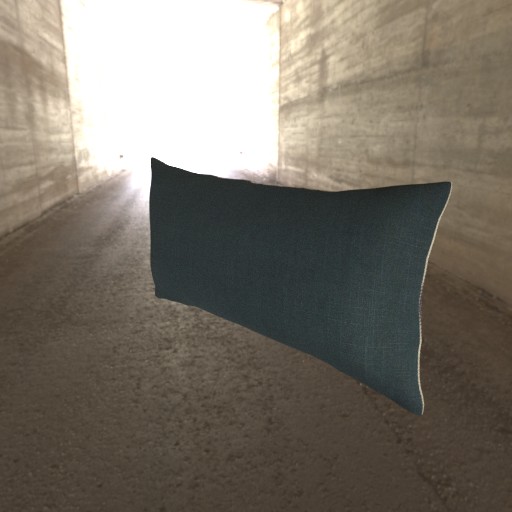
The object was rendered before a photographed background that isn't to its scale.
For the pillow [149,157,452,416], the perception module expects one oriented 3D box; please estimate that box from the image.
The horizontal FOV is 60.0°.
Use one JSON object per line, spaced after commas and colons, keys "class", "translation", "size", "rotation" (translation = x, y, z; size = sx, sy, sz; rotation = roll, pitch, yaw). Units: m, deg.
{"class": "pillow", "translation": [0.000, 0.000, 0.732], "size": [0.609, 0.305, 0.151], "rotation": [14, 20, 43]}
